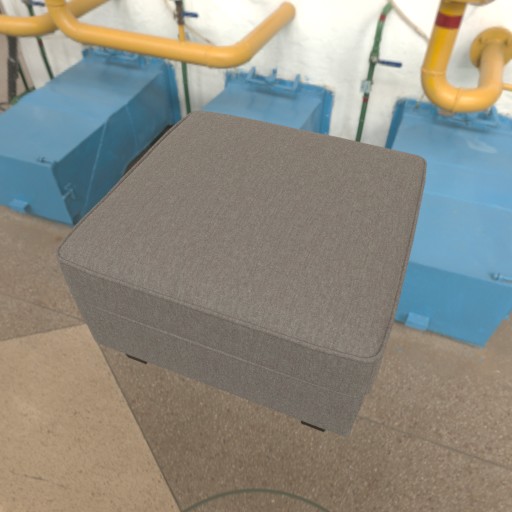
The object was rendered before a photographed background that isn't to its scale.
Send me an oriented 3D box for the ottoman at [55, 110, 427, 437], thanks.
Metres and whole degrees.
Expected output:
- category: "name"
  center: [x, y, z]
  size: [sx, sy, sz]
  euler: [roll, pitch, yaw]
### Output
- category: "ottoman"
  center: [0.000, 0.000, 1.404]
  size: [0.871, 0.612, 0.808]
  euler: [16, 49, 15]
